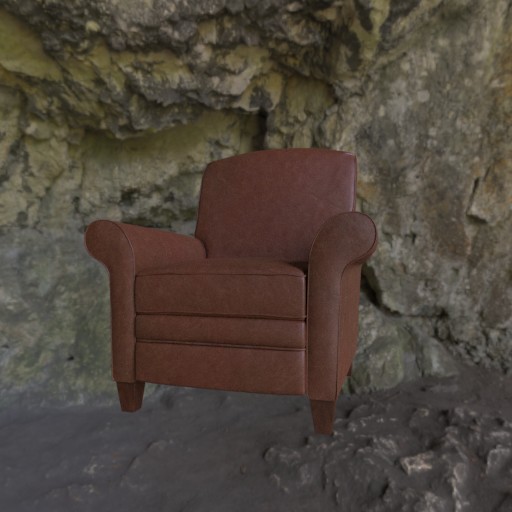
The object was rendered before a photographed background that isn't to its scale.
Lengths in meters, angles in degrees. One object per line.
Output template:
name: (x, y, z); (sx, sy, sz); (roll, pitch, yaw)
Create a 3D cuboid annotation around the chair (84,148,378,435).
chair: (0.000, 0.000, 1.799); (0.978, 1.061, 0.902); (0, -1, 17)
